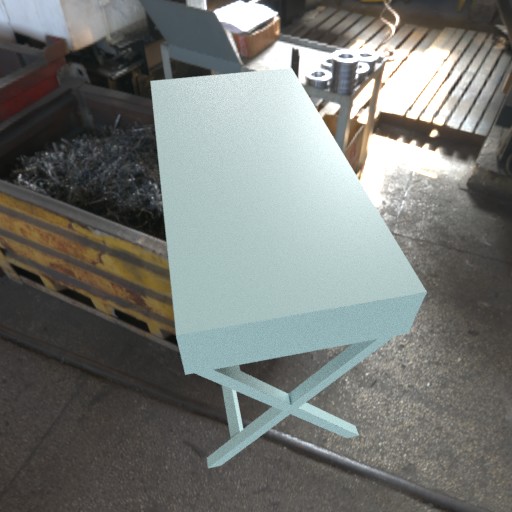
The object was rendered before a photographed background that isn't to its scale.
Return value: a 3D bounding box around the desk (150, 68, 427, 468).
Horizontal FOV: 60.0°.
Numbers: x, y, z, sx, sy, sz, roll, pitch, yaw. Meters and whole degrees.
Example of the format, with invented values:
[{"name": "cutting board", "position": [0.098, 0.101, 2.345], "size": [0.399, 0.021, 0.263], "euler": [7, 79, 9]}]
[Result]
[{"name": "desk", "position": [0.000, 0.000, 1.498], "size": [0.525, 0.780, 1.057], "euler": [-9, 47, -8]}]
